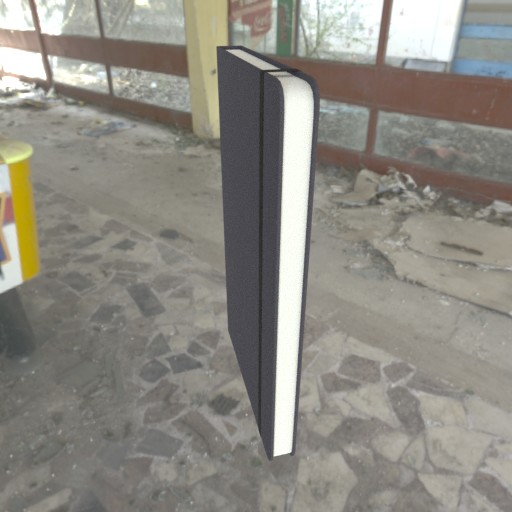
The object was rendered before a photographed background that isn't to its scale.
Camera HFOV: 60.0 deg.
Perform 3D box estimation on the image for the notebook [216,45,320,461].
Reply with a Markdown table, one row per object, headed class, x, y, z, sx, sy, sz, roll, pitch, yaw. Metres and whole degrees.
| class | x | y | z | sx | sy | sz | roll | pitch | yaw |
| --- | --- | --- | --- | --- | --- | --- | --- | --- | --- |
| notebook | 0.000 | 0.000 | 0.259 | 0.016 | 0.213 | 0.127 | -7 | 31 | -12 |
